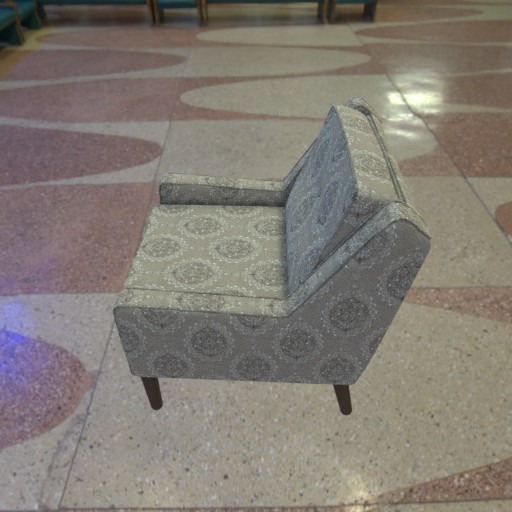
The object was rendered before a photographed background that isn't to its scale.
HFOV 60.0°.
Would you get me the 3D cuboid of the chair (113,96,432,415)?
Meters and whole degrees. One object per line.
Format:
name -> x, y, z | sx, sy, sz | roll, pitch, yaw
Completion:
chair -> 0.000, 0.000, 1.377 | 0.750, 0.797, 0.665 | 1, 41, 1
